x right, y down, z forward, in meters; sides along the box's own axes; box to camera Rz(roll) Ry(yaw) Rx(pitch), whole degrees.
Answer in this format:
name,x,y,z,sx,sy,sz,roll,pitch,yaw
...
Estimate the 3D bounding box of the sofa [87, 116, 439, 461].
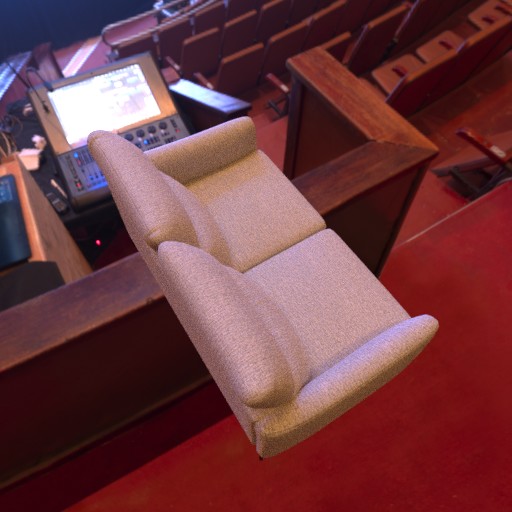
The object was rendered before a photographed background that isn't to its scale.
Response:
name,x,y,z,sx,sy,sz,roll,pitch,yaw
sofa,0.000,0.000,2.083,0.905,0.950,1.540,-28,62,-17
